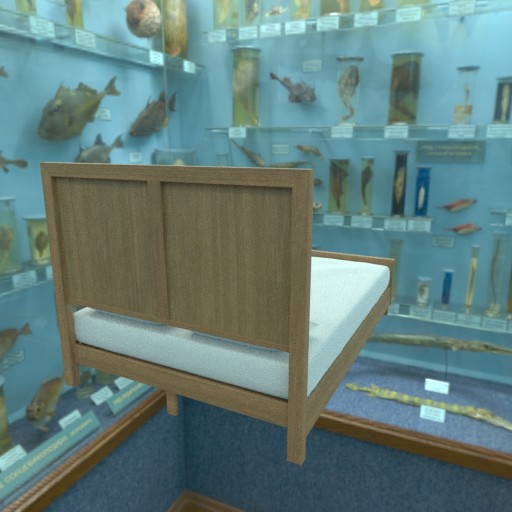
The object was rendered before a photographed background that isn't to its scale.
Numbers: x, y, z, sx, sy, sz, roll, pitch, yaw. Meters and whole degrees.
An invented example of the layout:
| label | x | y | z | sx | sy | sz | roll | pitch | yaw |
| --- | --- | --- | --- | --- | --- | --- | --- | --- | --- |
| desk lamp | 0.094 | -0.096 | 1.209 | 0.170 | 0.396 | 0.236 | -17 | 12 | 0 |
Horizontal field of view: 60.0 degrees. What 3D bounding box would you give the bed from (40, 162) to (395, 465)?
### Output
| label | x | y | z | sx | sy | sz | roll | pitch | yaw |
| --- | --- | --- | --- | --- | --- | --- | --- | --- | --- |
| bed | 0.000 | 0.000 | 3.242 | 1.606 | 1.387 | 2.184 | 7 | 16 | 26 |
